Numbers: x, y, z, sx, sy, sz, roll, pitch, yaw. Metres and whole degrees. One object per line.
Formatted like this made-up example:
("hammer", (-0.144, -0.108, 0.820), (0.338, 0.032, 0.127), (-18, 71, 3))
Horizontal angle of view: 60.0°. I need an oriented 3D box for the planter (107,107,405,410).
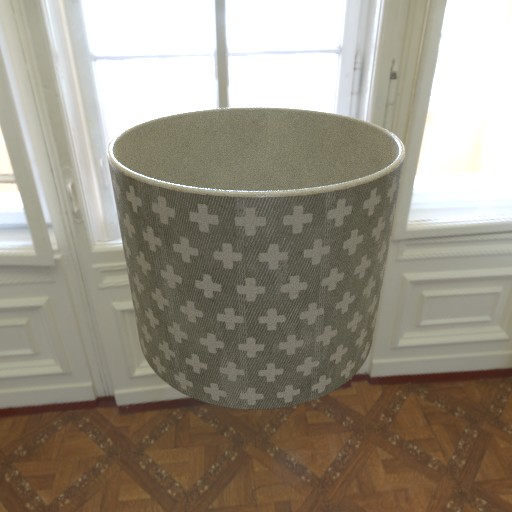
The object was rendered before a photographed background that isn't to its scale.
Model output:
("planter", (0.000, 0.000, 0.339), (0.190, 0.181, 0.190), (0, 31, 0))
